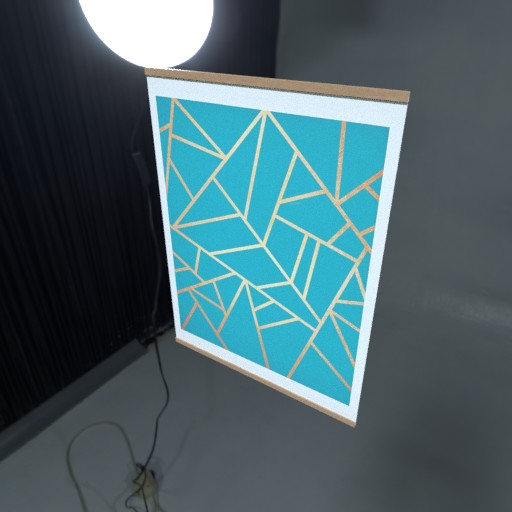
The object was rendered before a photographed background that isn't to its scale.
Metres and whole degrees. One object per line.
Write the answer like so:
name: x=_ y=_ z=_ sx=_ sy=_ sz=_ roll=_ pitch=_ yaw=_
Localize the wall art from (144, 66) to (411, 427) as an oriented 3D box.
wall art: x=0.000 y=0.000 z=1.347 sx=0.758 sy=1.016 sz=0.013 roll=18 pitch=34 yaw=28
